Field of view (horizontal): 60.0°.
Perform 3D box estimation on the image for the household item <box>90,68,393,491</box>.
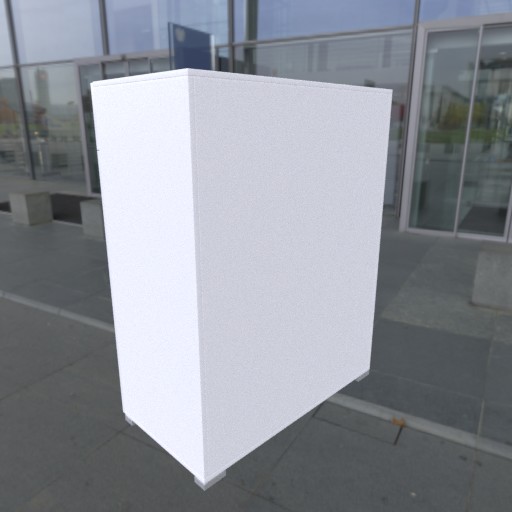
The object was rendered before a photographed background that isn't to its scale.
[{"bbox_3d":[0.000,0.000,1.409,0.790,1.010,0.420,-16,23,-42],"label":"household item"}]
